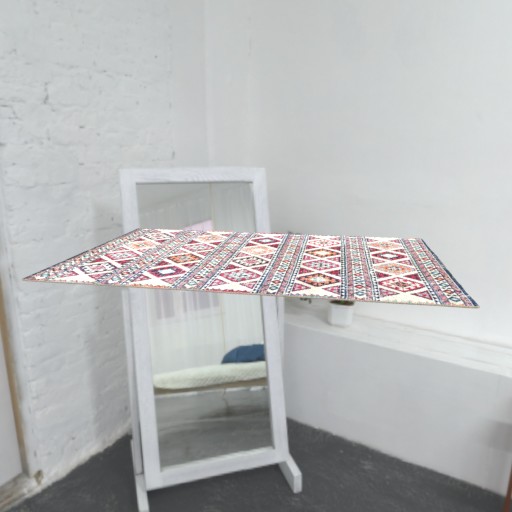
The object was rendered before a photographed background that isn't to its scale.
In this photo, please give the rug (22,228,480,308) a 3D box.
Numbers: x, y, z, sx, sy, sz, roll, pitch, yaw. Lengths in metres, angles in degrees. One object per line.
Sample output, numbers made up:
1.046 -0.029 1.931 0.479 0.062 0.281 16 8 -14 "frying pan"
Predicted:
0.000 0.000 3.032 2.440 0.010 1.545 3 15 10 "rug"
